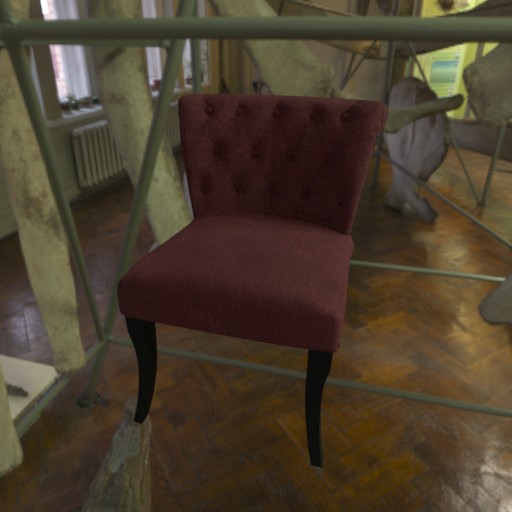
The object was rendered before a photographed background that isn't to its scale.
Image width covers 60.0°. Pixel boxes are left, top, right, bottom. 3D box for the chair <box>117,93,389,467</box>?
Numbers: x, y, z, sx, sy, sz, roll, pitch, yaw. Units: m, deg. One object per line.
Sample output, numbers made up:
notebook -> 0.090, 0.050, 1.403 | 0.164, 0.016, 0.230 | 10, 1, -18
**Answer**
chair -> 0.000, 0.000, 1.180 | 0.582, 0.750, 0.605 | 8, 28, 14
